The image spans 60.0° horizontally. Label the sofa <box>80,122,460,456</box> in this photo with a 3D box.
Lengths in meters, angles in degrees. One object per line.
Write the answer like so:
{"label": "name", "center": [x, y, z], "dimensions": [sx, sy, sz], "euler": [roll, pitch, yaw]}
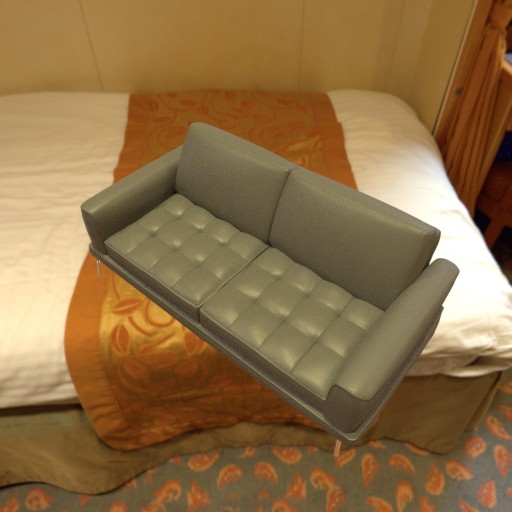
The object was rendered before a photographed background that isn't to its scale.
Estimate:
{"label": "sofa", "center": [0.000, 0.000, 2.766], "dimensions": [2.177, 0.930, 1.121], "euler": [31, 53, 26]}
